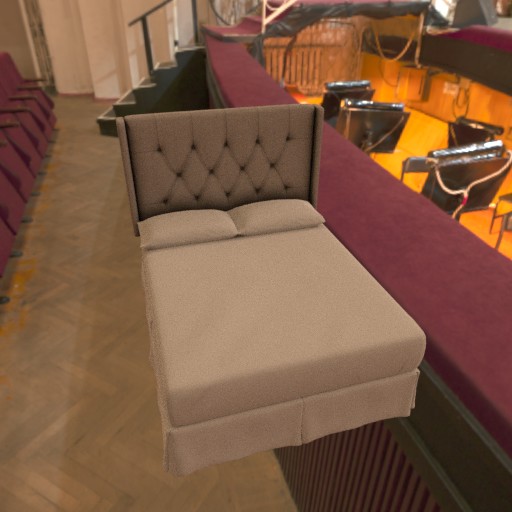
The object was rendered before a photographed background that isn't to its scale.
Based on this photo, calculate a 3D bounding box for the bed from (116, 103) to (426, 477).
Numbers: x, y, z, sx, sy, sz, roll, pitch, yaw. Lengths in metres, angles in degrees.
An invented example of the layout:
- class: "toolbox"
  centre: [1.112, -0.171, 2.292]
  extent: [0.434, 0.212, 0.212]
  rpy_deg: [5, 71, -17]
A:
- class: "bed"
  centre: [0.000, 0.000, 3.229]
  extent: [1.719, 1.665, 2.066]
  rpy_deg: [-9, 32, -14]
